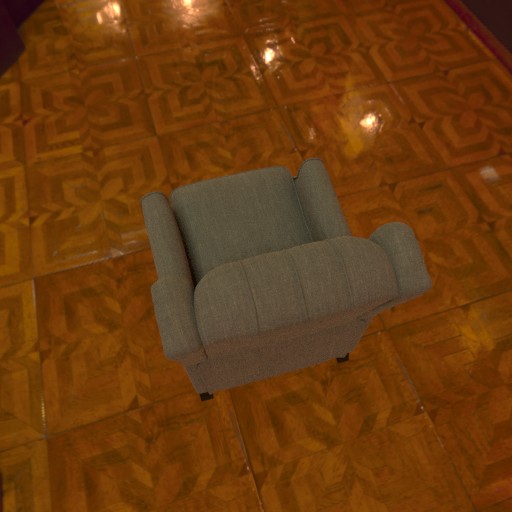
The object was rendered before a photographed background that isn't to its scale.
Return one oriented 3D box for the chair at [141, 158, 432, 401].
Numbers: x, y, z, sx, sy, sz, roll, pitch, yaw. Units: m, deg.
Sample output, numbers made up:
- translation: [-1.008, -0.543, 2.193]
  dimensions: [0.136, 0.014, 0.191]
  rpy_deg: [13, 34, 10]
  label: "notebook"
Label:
- translation: [0.000, 0.000, 1.636]
  dimensions: [0.742, 1.035, 0.898]
  rpy_deg: [-13, 61, -8]
  label: "chair"
